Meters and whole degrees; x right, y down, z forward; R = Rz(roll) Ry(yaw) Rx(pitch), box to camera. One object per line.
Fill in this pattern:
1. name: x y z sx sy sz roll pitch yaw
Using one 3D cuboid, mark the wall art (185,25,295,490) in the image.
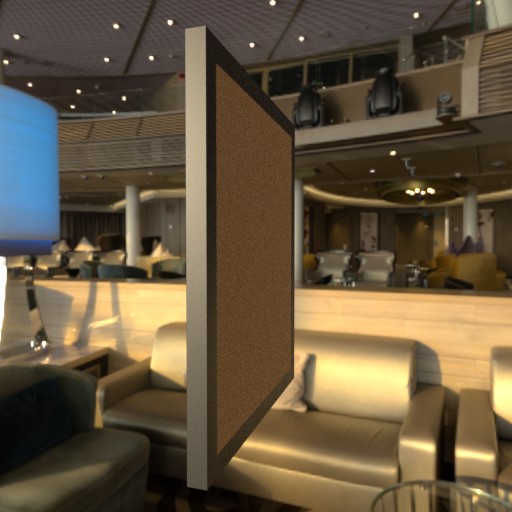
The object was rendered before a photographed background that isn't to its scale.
1. wall art: 0.000 0.000 0.694 0.025 0.508 0.432 1 2 18
